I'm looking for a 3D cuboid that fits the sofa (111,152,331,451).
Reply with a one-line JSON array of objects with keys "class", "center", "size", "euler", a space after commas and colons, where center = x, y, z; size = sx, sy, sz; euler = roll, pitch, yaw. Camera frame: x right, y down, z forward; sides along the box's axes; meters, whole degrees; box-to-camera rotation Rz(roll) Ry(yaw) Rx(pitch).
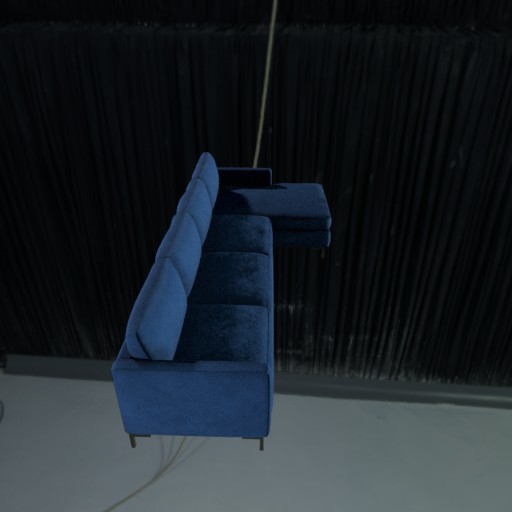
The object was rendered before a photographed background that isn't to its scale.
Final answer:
[{"class": "sofa", "center": [0.000, 0.000, 3.480], "size": [1.350, 0.810, 2.932], "euler": [1, 31, 2]}]
